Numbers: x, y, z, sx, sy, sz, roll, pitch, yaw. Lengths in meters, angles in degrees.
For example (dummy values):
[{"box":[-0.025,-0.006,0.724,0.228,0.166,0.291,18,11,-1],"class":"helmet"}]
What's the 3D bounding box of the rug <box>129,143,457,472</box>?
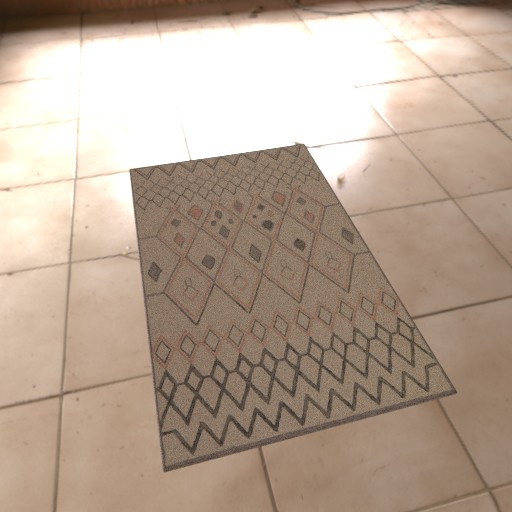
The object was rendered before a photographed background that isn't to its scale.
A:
[{"box":[0.000,0.000,2.979,1.524,0.015,2.438,-11,47,-10],"class":"rug"}]
